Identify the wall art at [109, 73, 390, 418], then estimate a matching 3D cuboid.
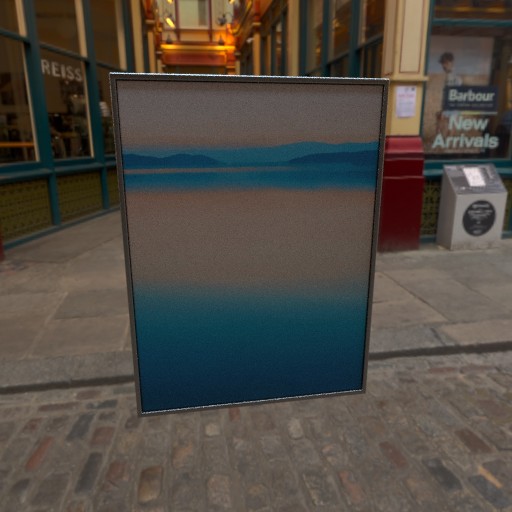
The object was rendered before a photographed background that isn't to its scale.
[{"bbox_3d":[0.000,0.000,1.407,0.801,1.062,0.037,-3,16,-10],"label":"wall art"}]
